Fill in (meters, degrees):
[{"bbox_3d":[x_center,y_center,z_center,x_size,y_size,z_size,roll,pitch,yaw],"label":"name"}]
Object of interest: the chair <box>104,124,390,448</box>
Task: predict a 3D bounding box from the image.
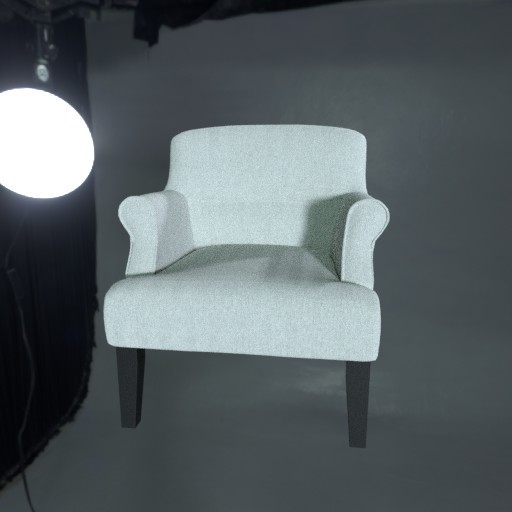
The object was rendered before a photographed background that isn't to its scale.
[{"bbox_3d":[0.000,0.000,1.454,0.781,0.875,0.750,2,12,8],"label":"chair"}]
